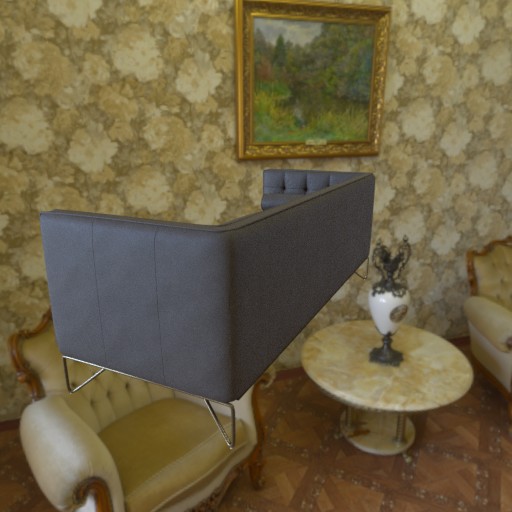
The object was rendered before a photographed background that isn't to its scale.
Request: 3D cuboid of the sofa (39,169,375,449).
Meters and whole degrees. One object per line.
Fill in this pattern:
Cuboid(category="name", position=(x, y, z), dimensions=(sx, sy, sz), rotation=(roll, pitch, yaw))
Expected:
Cuboid(category="sofa", position=(0.000, 0.000, 2.486), dimensions=(0.867, 0.789, 2.087), rotation=(8, 18, 25))
